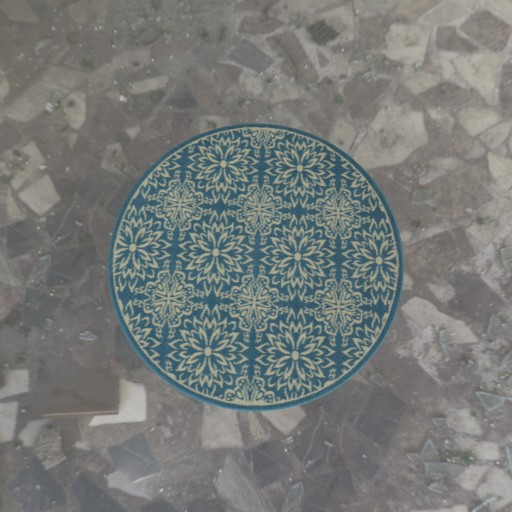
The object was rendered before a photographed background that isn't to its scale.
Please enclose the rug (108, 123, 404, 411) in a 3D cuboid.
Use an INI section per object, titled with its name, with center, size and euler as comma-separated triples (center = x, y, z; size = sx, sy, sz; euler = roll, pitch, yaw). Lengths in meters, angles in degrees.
[rug]
center = 0.000, 0.000, 2.392
size = 1.593, 0.012, 1.593
euler = 0, 76, 0
